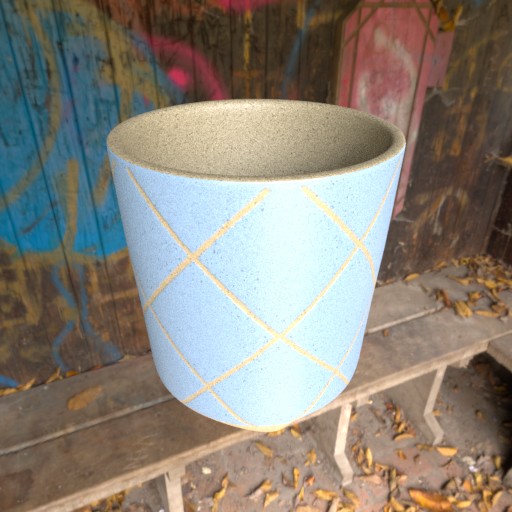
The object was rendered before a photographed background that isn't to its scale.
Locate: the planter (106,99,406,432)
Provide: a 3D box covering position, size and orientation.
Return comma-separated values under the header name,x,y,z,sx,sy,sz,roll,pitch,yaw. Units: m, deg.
name,x,y,z,sx,sy,sz,roll,pitch,yaw
planter,0.000,0.000,0.409,0.227,0.235,0.227,0,31,0
